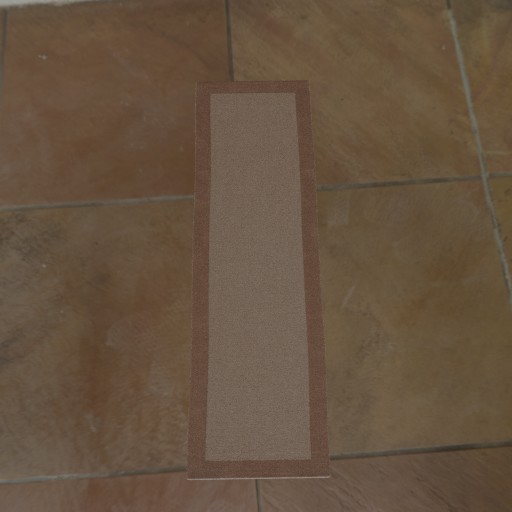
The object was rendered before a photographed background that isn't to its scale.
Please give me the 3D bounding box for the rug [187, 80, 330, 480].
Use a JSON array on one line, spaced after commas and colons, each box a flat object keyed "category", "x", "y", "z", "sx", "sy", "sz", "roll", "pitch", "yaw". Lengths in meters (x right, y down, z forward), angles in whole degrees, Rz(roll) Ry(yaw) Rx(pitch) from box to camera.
[{"category": "rug", "x": 0.000, "y": 0.000, "z": 2.652, "sx": 0.767, "sy": 0.012, "sz": 2.430, "roll": -1, "pitch": 75, "yaw": 0}]
